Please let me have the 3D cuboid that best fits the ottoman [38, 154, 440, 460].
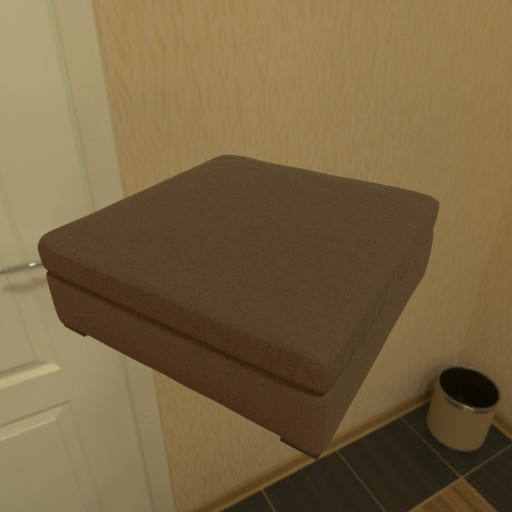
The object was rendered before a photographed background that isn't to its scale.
[{"bbox_3d":[0.000,0.000,1.829,1.181,0.470,1.181,18,35,27],"label":"ottoman"}]
